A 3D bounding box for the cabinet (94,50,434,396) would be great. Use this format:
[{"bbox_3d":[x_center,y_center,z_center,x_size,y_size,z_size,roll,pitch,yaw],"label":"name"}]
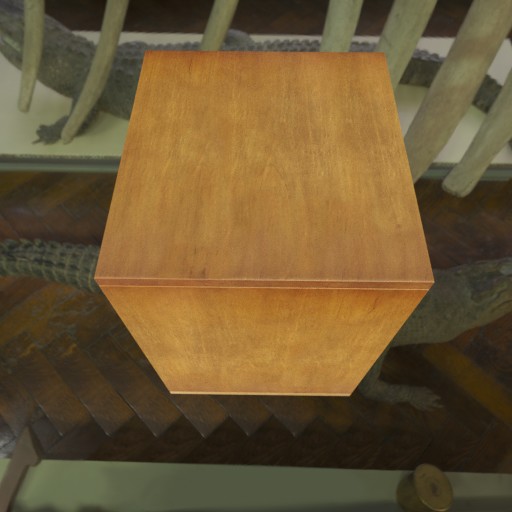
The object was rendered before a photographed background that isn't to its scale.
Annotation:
[{"bbox_3d":[0.000,0.000,0.845,0.401,0.579,0.409,1,59,0],"label":"cabinet"}]
